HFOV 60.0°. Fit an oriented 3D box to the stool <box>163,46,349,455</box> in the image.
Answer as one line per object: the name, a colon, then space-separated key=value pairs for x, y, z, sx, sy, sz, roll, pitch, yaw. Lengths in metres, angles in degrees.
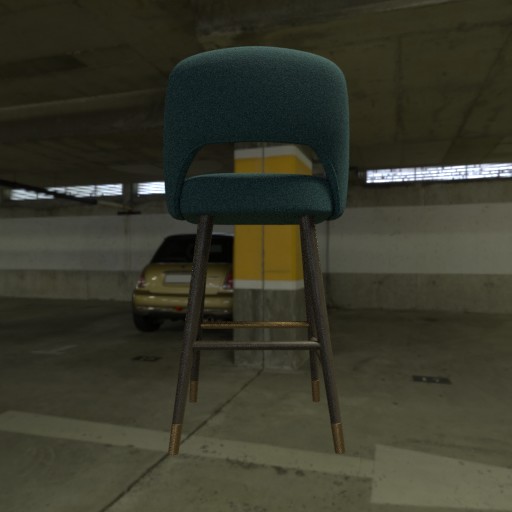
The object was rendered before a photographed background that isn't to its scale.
stool: x=0.000 y=0.000 z=1.333 sx=0.536 sy=1.032 sz=0.522 roll=0 pitch=0 yaw=-1
